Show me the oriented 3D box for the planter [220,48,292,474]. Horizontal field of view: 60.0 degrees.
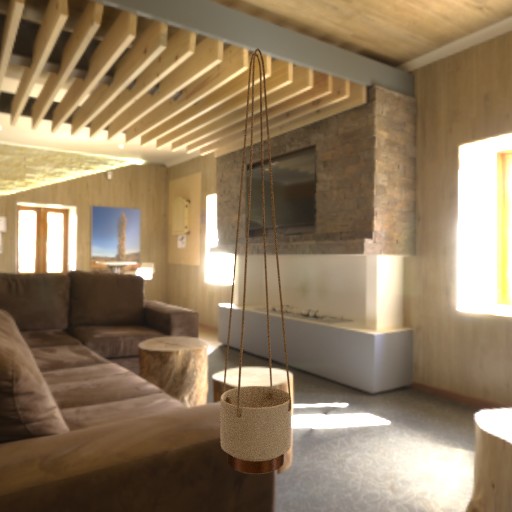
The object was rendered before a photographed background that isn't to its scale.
[{"bbox_3d":[0.000,0.000,0.911,0.146,0.841,0.146,0,0,-19],"label":"planter"}]
